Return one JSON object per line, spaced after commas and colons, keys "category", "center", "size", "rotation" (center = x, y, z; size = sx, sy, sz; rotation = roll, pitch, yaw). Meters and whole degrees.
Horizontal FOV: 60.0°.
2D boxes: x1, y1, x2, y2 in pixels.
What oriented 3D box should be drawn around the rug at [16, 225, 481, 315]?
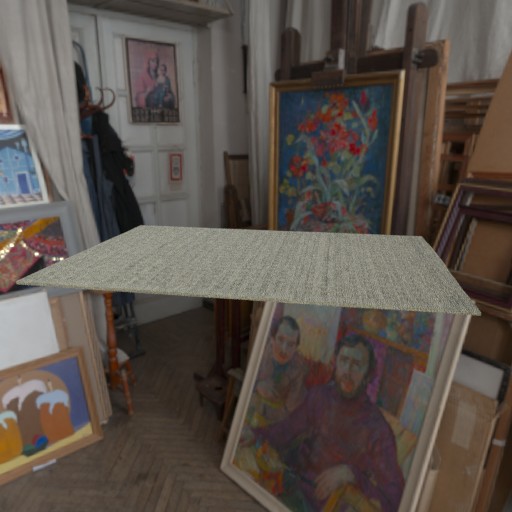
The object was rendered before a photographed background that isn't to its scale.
{"category": "rug", "center": [0.000, 0.000, 2.854], "size": [2.297, 0.018, 1.532], "rotation": [3, 16, 10]}
